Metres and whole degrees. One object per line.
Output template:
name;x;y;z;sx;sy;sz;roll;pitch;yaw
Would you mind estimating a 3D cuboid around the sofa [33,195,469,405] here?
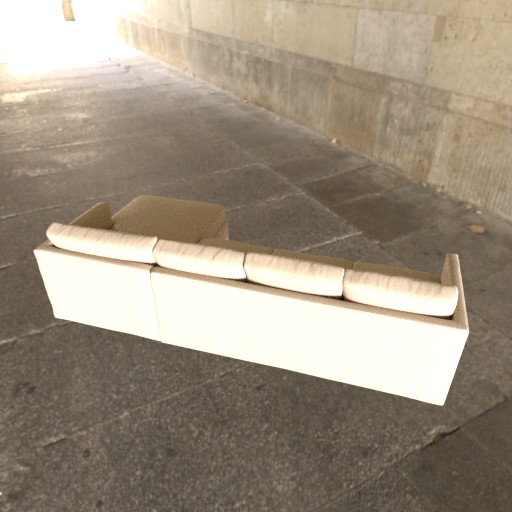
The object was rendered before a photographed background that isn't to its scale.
sofa;0.000;0.000;3.840;3.206;0.871;1.622;9;34;14
